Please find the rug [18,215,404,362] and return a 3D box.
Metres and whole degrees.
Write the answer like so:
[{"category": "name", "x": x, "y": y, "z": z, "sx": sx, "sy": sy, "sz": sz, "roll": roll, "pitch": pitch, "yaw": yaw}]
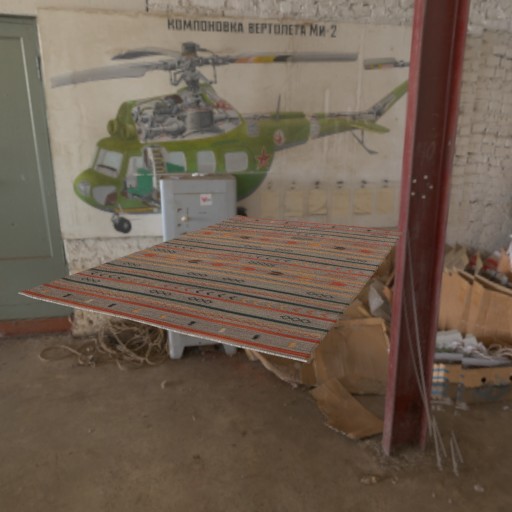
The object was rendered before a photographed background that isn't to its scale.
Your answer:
[{"category": "rug", "x": 0.000, "y": 0.000, "z": 2.297, "sx": 1.220, "sy": 0.017, "sz": 1.835, "roll": 8, "pitch": 18, "yaw": 25}]
